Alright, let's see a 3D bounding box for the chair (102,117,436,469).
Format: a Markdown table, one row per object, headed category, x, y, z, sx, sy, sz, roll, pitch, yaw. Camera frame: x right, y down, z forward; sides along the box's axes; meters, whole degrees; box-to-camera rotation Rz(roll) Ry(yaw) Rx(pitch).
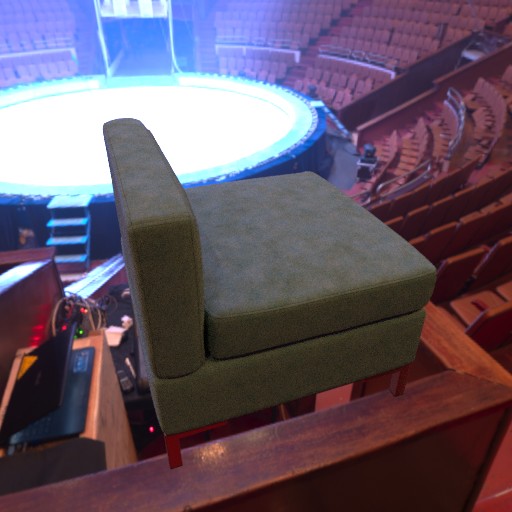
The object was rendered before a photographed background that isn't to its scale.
| category | x | y | z | sx | sy | sz | roll | pitch | yaw |
| --- | --- | --- | --- | --- | --- | --- | --- | --- | --- |
| chair | 0.000 | 0.000 | 1.216 | 0.685 | 0.660 | 0.684 | -11 | 33 | -17 |
